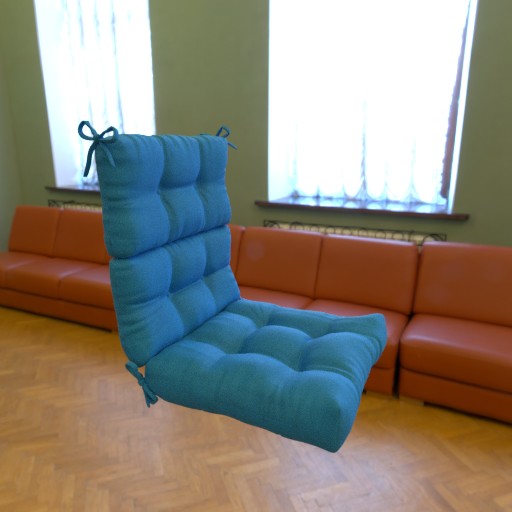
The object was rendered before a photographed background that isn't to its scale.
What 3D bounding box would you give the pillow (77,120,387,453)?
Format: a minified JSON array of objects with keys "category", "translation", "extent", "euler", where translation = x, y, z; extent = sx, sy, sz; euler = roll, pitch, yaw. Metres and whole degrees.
[{"category":"pillow","translation":[0.000,0.000,1.038],"extent":[0.571,0.605,0.519],"euler":[7,16,24]}]
